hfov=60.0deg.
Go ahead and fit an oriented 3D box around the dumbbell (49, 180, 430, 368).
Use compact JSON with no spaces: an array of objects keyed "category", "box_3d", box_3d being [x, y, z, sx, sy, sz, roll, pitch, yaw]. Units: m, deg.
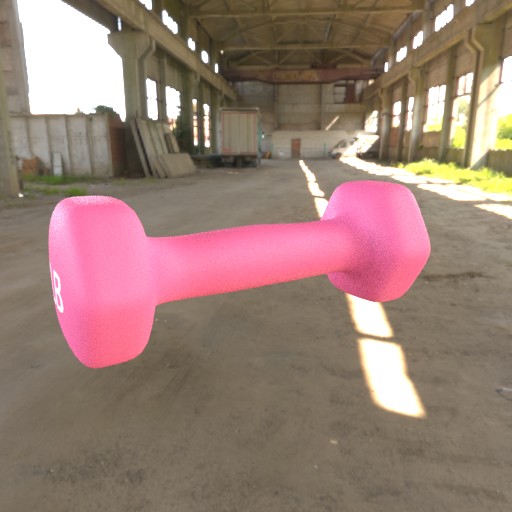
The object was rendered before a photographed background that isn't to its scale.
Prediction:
[{"category":"dumbbell","box_3d":[0.000,0.000,0.174,0.146,0.053,0.058,-8,17,-28]}]
